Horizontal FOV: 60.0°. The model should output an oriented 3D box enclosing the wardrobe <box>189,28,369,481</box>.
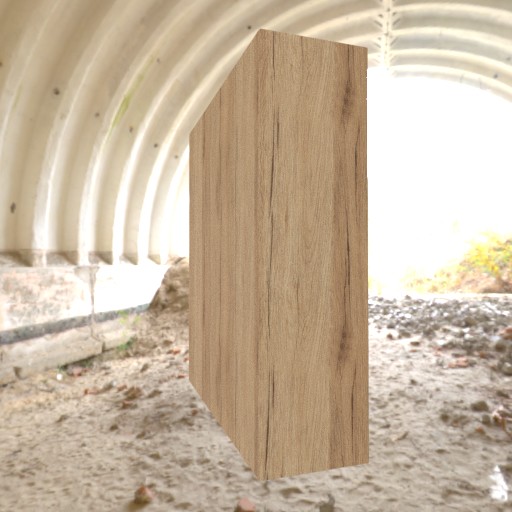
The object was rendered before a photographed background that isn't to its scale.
[{"bbox_3d":[0.000,0.000,2.971,0.580,2.070,1.810,0,-1,-19],"label":"wardrobe"}]
